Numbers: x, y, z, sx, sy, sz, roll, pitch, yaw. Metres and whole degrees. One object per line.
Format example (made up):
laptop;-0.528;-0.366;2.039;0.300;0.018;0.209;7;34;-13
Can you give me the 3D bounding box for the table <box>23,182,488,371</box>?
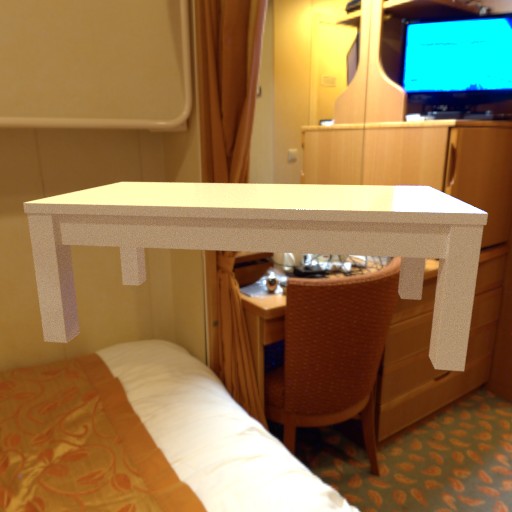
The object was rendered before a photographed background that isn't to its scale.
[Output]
table;0.000;0.000;1.667;1.350;0.470;0.700;2;15;8
